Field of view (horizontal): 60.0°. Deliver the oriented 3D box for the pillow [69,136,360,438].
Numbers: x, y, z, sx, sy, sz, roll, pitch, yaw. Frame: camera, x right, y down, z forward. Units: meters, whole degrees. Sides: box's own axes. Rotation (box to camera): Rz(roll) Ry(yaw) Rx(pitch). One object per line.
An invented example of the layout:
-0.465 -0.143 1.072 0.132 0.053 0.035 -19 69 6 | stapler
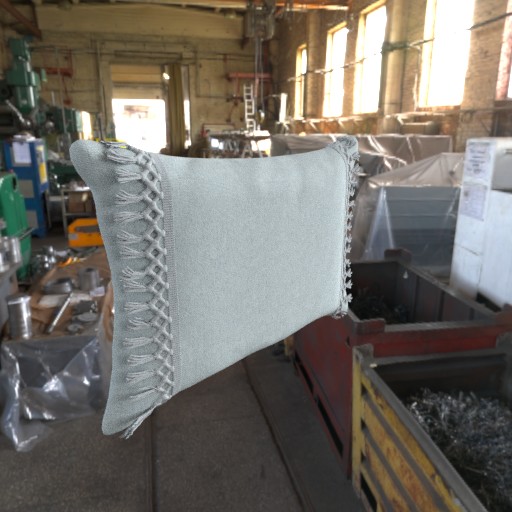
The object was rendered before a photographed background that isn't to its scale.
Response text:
0.000 0.000 0.583 0.084 0.305 0.466 14 21 42 | pillow
